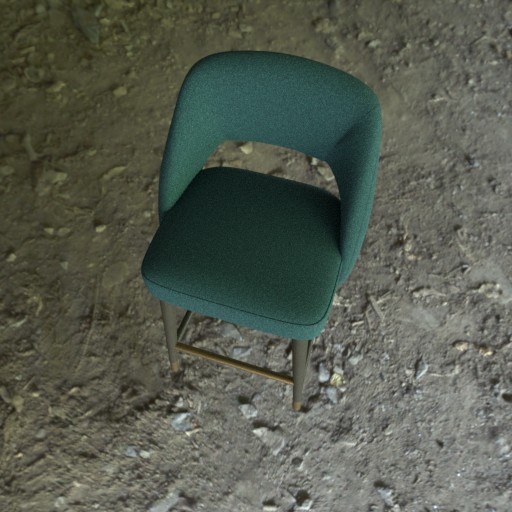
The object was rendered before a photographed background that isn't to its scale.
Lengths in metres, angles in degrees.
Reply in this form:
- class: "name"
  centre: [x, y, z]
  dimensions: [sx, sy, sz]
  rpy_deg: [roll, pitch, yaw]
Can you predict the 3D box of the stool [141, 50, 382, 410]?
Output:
- class: "stool"
  centre: [0.000, 0.000, 1.255]
  dimensions: [0.536, 0.939, 0.522]
  rpy_deg: [15, 59, 9]
